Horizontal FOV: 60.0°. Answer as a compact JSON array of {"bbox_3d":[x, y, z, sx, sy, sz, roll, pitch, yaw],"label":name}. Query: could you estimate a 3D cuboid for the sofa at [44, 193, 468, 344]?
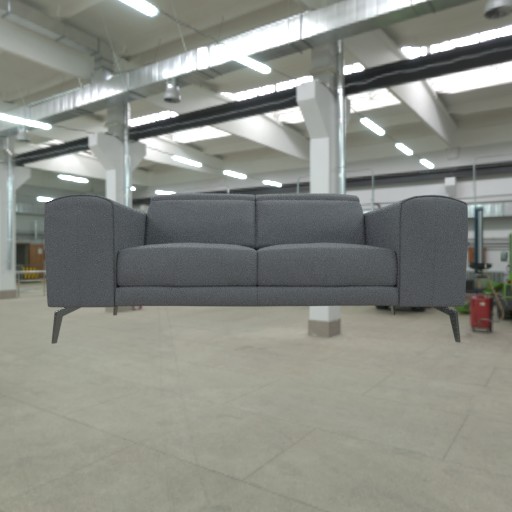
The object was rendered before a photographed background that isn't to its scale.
[{"bbox_3d":[0.000,0.000,2.430,1.895,0.779,1.003,0,0,-1],"label":"sofa"}]
